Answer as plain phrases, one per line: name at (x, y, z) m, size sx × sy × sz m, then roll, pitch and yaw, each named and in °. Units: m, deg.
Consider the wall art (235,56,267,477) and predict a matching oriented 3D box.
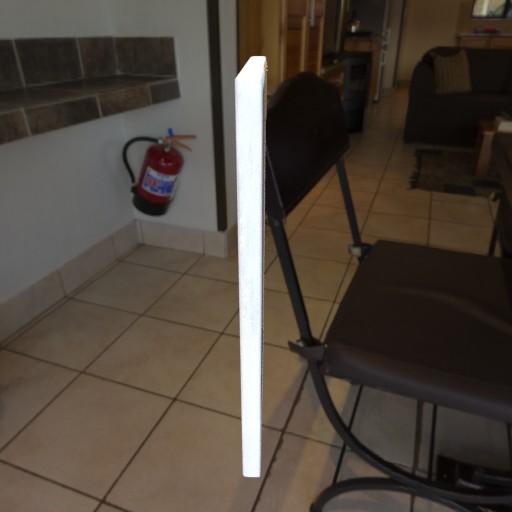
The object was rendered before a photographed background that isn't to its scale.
wall art at (0.000, 0.000, 1.149) m, size 0.048 × 0.916 × 0.602 m, roll 1°, pitch 27°, yaw 1°
